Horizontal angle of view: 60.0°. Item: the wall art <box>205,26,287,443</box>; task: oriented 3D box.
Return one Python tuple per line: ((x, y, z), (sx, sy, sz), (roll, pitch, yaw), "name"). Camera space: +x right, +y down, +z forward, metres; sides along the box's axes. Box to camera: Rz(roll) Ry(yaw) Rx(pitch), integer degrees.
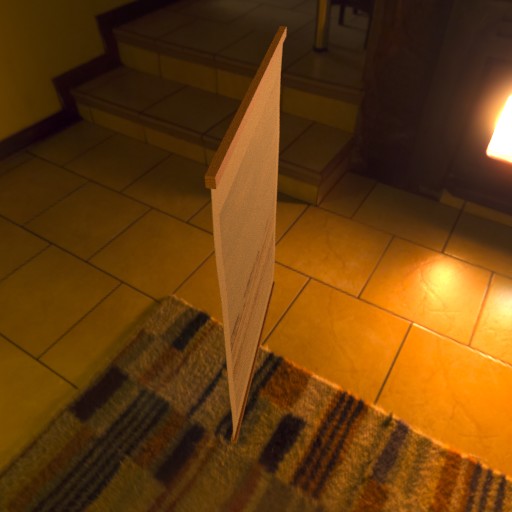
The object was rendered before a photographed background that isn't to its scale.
((0.000, 0.000, 1.904), (0.025, 1.521, 1.011), (9, 46, 8), "wall art")
